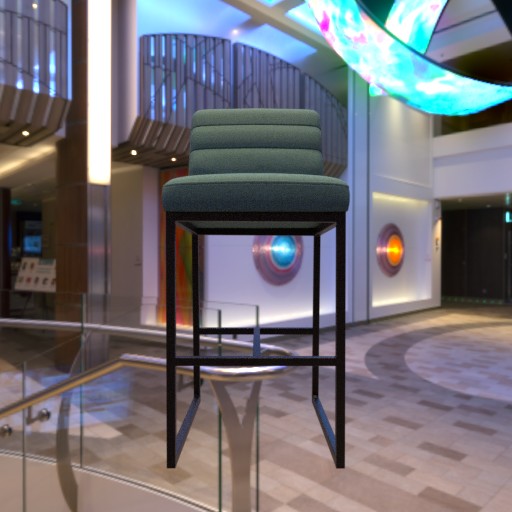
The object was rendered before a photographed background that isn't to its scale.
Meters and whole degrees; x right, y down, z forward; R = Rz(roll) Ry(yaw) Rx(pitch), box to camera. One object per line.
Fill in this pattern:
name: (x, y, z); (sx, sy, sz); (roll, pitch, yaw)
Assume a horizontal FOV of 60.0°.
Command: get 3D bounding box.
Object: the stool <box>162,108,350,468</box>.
stool: (0.000, 0.000, 1.338); (0.460, 1.040, 0.560); (0, 0, 0)
